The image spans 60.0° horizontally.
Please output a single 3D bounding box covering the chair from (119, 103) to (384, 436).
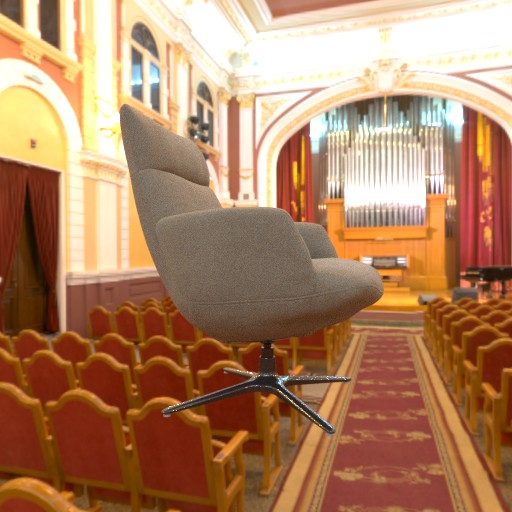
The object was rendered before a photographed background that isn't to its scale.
[{"bbox_3d":[0.000,0.000,1.604,0.889,1.016,0.711,0,0,17],"label":"chair"}]
